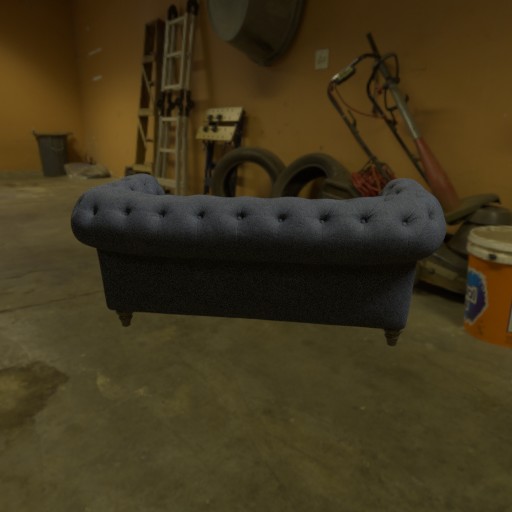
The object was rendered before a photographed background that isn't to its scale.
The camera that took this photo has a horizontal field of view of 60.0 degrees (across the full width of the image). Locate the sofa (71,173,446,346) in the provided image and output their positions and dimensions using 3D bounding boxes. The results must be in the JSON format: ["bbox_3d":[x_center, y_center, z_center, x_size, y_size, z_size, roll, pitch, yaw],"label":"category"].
[{"bbox_3d":[0.000,0.000,2.563,1.988,0.833,1.082,3,17,9],"label":"sofa"}]
